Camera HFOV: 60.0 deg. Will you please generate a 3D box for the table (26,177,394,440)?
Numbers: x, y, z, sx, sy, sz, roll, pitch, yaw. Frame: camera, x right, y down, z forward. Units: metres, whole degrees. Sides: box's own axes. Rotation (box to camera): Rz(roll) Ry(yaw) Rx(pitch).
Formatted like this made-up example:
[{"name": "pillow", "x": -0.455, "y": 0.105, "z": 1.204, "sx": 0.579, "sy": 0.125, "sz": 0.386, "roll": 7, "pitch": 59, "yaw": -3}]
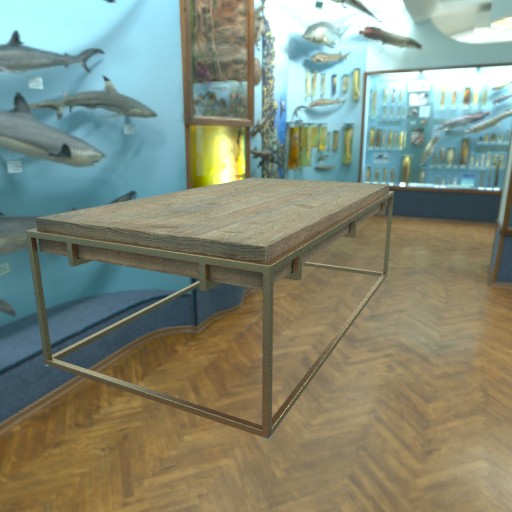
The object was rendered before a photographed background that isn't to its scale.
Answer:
[{"name": "table", "x": 0.000, "y": 0.000, "z": 1.747, "sx": 0.775, "sy": 0.468, "sz": 1.387, "roll": 8, "pitch": 17, "yaw": 26}]
